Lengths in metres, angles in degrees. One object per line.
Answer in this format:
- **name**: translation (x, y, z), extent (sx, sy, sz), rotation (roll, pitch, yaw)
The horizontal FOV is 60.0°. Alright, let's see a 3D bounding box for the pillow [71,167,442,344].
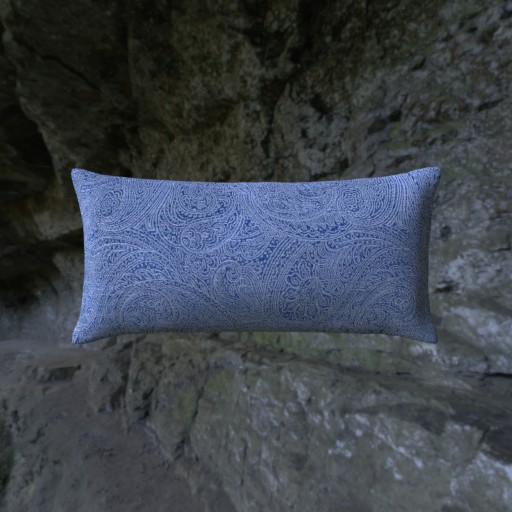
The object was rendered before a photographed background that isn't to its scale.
- **pillow**: translation (0.000, 0.000, 0.738), extent (0.615, 0.295, 0.151), rotation (0, 0, 0)
